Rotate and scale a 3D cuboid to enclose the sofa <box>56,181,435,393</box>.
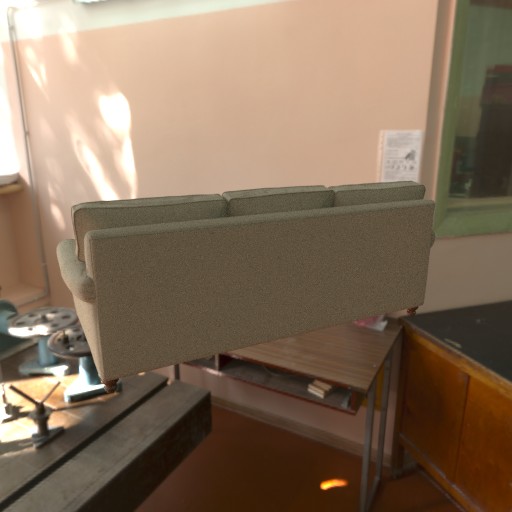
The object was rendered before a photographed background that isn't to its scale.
[{"bbox_3d":[0.000,0.000,2.894,2.354,0.948,0.966,-8,17,-27],"label":"sofa"}]
